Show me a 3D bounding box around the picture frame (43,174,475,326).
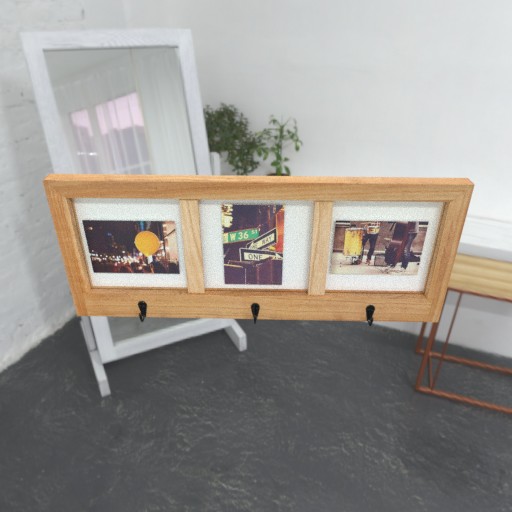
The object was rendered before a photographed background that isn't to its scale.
[{"bbox_3d":[0.000,0.000,0.659,0.582,0.234,0.045,1,30,1],"label":"picture frame"}]
